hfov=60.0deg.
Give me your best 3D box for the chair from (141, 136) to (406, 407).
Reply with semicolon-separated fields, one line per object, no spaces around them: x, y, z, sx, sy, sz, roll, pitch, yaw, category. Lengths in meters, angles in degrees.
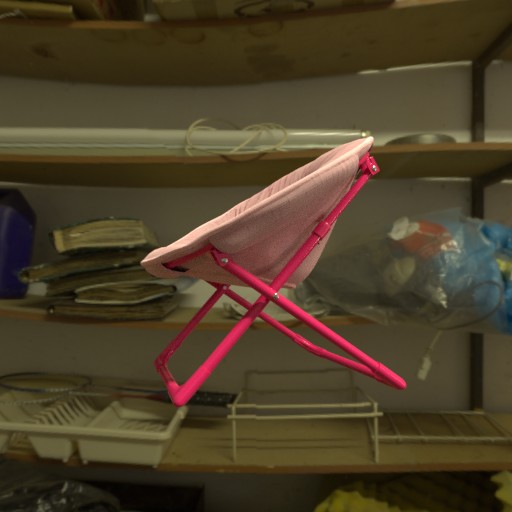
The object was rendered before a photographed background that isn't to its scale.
0.000;0.000;0.913;0.459;0.494;0.522;0;-2;-19;chair
